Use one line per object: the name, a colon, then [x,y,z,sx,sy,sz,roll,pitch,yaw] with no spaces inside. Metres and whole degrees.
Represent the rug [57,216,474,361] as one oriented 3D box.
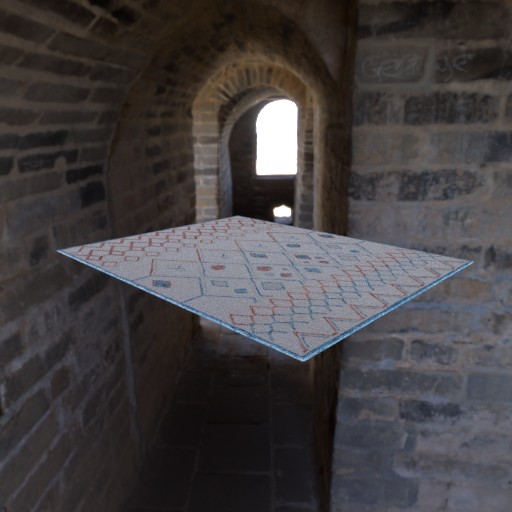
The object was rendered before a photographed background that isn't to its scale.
rug: [0.000,0.000,4.133,3.050,0.016,2.441,15,22,42]
